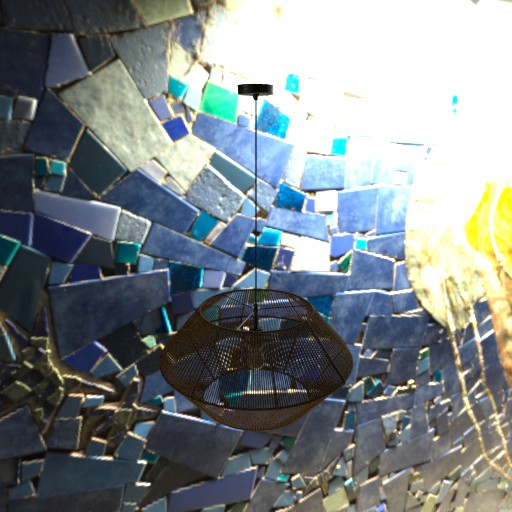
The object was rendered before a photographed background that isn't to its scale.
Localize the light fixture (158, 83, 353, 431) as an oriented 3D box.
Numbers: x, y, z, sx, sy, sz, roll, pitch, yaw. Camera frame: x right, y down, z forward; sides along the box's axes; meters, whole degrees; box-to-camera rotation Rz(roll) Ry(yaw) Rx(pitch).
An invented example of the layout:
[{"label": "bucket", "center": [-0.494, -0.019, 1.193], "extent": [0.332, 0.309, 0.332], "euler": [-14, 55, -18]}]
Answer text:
[{"label": "light fixture", "center": [0.000, 0.000, 1.397], "extent": [0.643, 1.009, 0.643], "euler": [0, 15, 0]}]
